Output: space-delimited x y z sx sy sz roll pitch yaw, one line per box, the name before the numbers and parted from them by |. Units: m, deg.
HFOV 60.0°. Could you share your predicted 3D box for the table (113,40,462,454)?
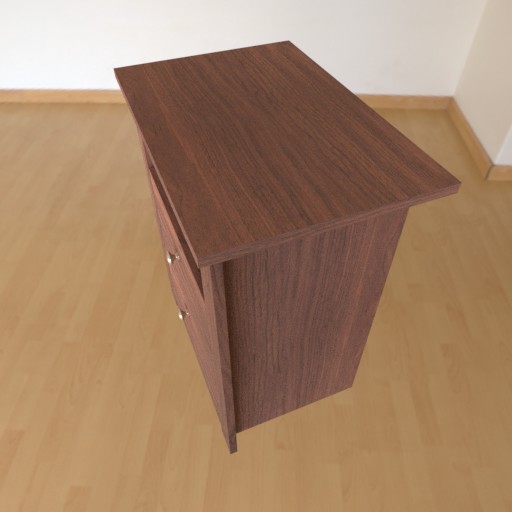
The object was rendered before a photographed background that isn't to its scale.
table | 0.000 0.000 1.037 0.406 0.711 0.589 -16 48 -15
